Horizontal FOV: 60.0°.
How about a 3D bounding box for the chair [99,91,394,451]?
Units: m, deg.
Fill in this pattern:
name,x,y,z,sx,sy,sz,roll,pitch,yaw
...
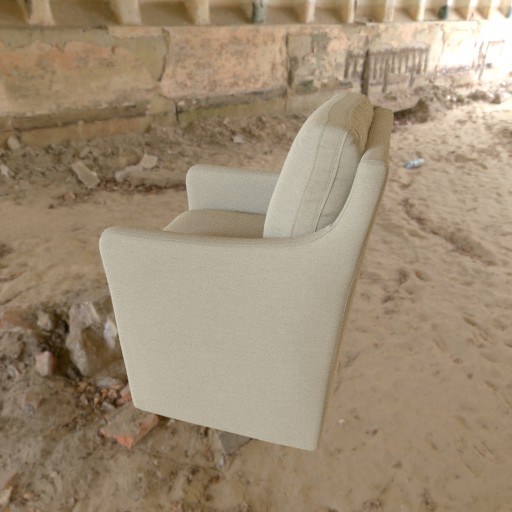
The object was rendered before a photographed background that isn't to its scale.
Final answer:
name,x,y,z,sx,sy,sz,roll,pitch,yaw
chair,0.000,0.000,1.355,0.694,0.914,0.626,8,30,14
